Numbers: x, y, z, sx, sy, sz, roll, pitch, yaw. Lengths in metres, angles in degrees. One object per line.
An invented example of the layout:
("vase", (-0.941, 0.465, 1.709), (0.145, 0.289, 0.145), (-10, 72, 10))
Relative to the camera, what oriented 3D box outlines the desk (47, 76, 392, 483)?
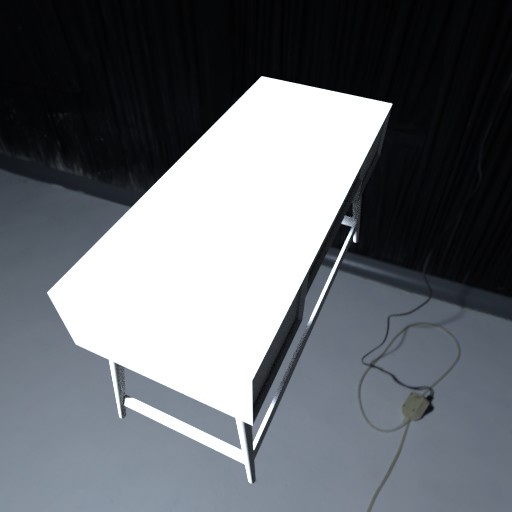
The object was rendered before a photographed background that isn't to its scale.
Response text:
("desk", (0.000, 0.000, 1.722), (0.589, 0.762, 1.313), (19, 50, 17))
